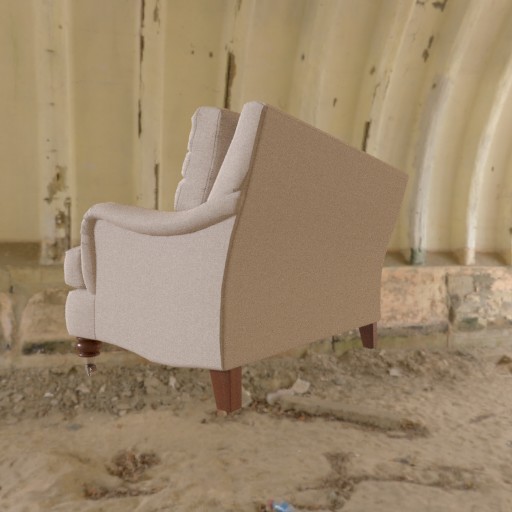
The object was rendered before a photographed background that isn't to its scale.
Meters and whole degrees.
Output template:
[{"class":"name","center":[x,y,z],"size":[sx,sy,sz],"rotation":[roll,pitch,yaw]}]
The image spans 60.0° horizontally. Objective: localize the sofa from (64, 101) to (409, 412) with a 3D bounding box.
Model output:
[{"class":"sofa","center":[0.000,0.000,2.202],"size":[1.087,1.048,1.508],"rotation":[0,0,36]}]
